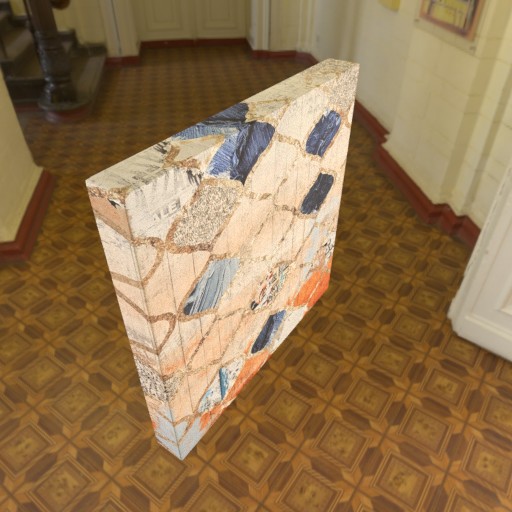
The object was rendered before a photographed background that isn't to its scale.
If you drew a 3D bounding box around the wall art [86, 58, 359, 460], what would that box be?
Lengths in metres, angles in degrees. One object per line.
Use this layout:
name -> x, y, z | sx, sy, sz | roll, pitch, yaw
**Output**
wall art -> 0.000, 0.000, 0.443 | 0.036, 0.304, 0.303 | 24, 45, 27
